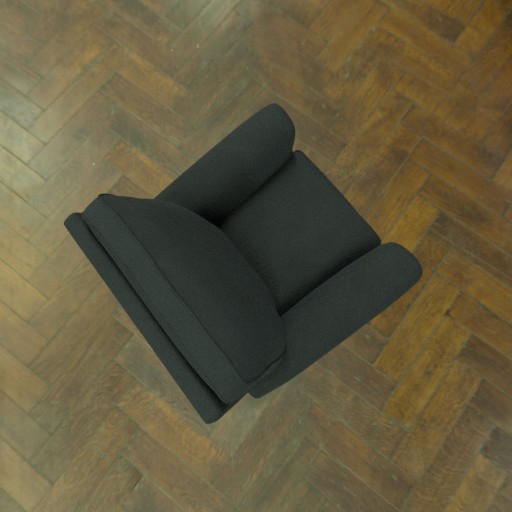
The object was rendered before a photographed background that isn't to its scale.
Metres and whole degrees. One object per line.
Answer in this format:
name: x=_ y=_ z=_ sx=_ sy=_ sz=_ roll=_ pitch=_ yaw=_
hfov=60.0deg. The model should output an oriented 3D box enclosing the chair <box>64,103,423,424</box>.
chair: x=0.000 y=0.000 z=1.653 sx=0.878 sy=0.961 sz=0.890 roll=-37 pitch=79 yaw=-9
